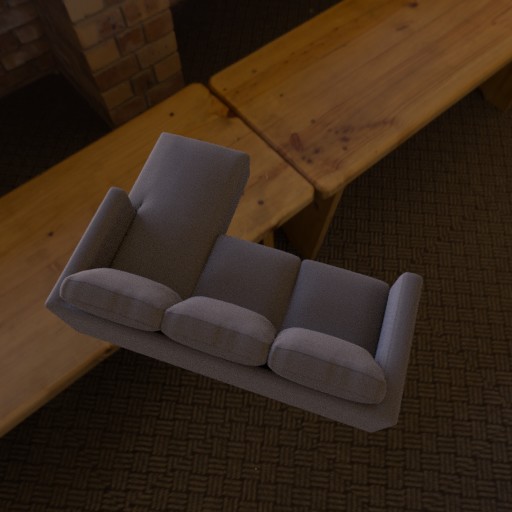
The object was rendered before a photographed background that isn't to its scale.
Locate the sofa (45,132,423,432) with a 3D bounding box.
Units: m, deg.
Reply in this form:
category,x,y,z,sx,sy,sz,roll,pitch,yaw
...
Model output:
category,x,y,z,sx,sy,sz,roll,pitch,yaw
sofa,0.000,0.000,2.920,2.031,0.897,1.591,17,66,8
